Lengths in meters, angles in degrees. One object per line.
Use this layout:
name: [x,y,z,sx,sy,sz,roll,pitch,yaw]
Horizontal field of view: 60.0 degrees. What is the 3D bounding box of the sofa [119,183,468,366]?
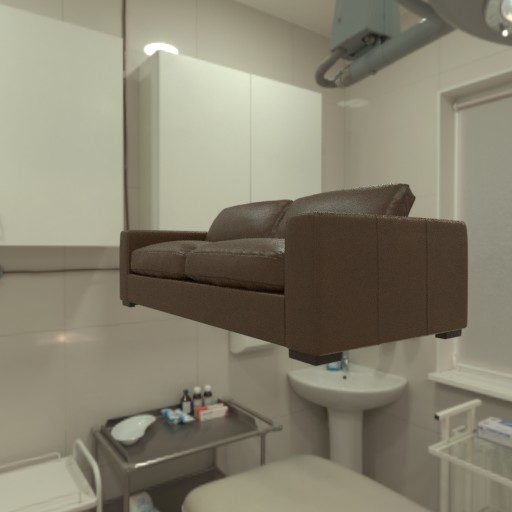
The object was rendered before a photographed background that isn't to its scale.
sofa: [0.000,0.000,2.854,1.070,0.801,2.262,-1,1,-35]
